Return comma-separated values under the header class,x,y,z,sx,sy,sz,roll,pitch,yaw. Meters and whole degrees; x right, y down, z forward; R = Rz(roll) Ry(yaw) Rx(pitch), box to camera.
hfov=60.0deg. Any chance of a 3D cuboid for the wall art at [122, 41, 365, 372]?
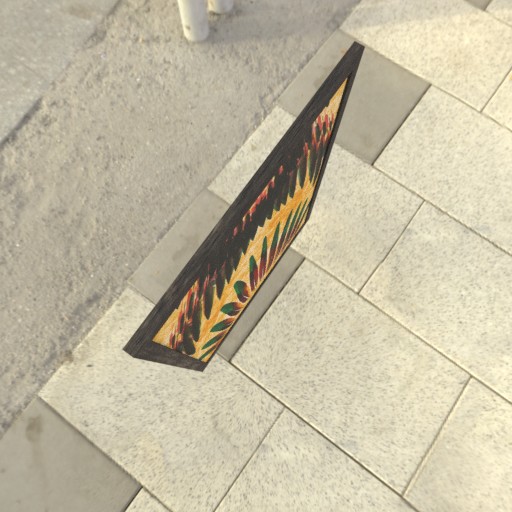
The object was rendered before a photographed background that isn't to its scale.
class,x,y,z,sx,sy,sz,roll,pitch,yaw
wall art,0.000,0.000,1.399,0.029,1.066,0.812,33,77,9
